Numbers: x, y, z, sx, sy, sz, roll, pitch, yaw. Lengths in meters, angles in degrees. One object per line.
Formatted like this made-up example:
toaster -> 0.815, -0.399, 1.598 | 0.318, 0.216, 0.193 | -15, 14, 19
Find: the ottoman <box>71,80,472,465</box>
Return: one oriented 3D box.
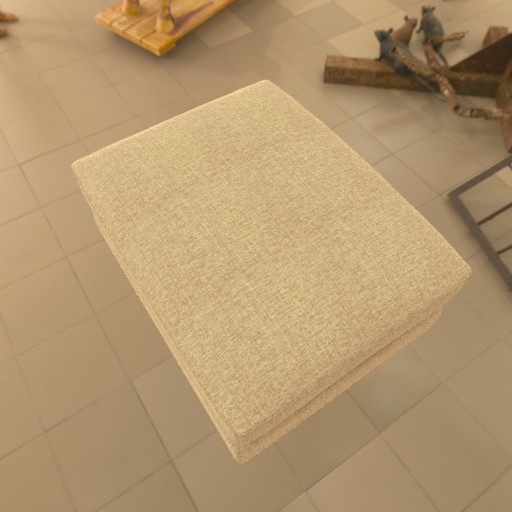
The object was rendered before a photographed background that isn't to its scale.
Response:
ottoman -> 0.000, 0.000, 1.108 | 0.584, 0.513, 0.741 | -30, 63, -17
